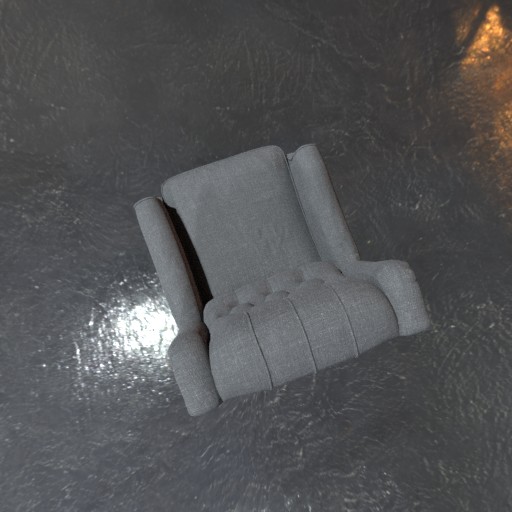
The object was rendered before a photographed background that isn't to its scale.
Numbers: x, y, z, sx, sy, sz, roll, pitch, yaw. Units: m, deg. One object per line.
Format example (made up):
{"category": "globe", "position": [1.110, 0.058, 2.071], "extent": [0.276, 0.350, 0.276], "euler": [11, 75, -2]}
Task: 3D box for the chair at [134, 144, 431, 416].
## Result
{"category": "chair", "position": [0.000, 0.000, 1.659], "extent": [0.742, 1.035, 0.898], "euler": [-19, 76, -5]}
